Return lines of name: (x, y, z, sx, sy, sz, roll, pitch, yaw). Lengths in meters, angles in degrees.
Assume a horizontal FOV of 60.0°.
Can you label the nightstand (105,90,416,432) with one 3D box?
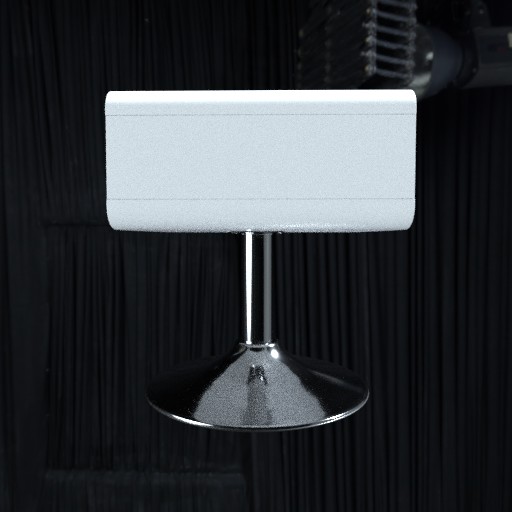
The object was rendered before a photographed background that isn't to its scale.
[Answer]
nightstand: (0.000, 0.000, 0.759, 0.404, 0.447, 0.399, 0, 3, 1)
